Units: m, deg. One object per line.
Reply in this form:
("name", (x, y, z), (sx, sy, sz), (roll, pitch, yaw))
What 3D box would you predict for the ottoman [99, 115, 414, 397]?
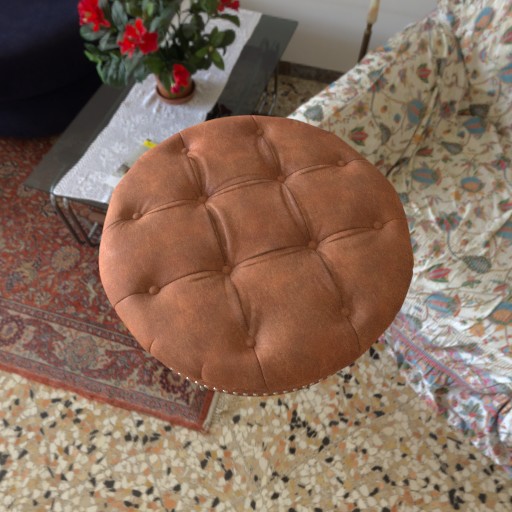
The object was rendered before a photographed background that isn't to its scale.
("ottoman", (0.000, 0.000, 1.392), (0.901, 0.444, 0.901), (0, 59, 0))
